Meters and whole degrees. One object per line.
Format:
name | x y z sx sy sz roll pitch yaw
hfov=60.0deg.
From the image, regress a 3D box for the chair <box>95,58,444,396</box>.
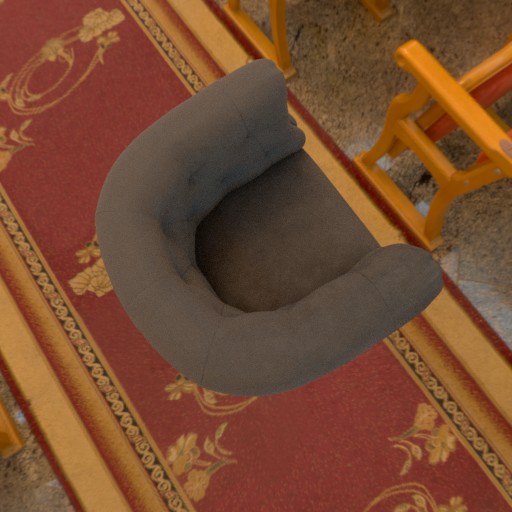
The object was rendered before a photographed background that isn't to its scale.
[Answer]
chair | 0.000 0.000 1.567 0.851 0.826 0.904 -34 78 -8
